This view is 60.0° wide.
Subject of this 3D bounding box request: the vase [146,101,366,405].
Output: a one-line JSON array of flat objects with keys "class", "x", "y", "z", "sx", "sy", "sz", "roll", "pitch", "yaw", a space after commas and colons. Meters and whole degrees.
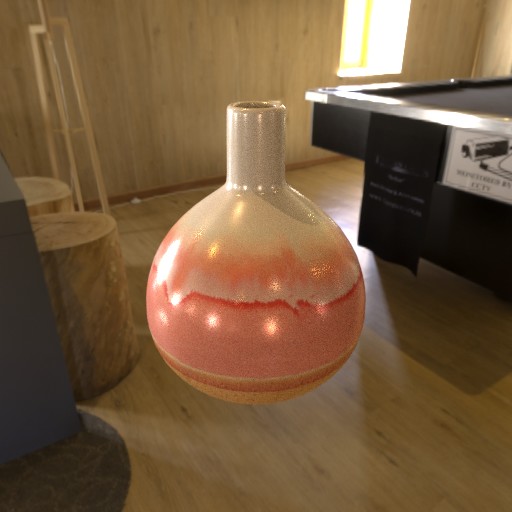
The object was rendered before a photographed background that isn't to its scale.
[{"class": "vase", "x": 0.000, "y": 0.000, "z": 0.270, "sx": 0.137, "sy": 0.176, "sz": 0.137, "roll": 0, "pitch": 27, "yaw": 0}]
